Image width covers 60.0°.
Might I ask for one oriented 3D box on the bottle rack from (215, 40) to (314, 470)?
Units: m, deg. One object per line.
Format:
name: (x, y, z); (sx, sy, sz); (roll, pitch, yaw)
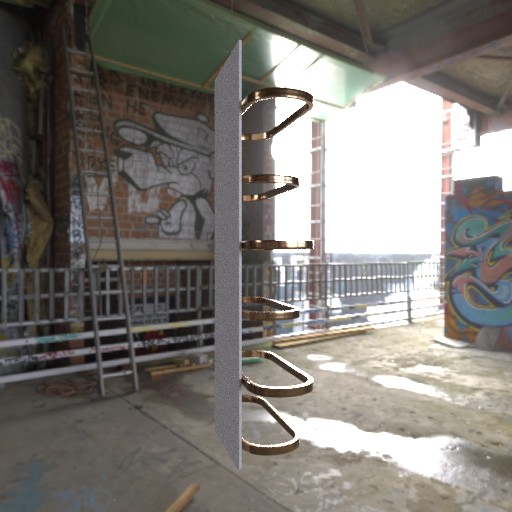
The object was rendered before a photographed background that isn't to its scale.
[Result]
bottle rack: (0.000, 0.000, 0.831); (0.118, 0.709, 0.332); (0, 0, -18)
